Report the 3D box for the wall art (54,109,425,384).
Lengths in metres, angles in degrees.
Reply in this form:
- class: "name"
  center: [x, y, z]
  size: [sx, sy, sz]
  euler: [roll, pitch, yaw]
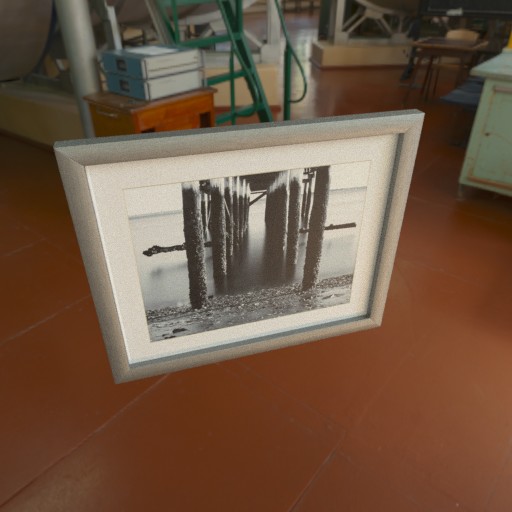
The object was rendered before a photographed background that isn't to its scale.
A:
- class: "wall art"
  center: [0.000, 0.000, 0.776]
  size: [0.556, 0.457, 0.028]
  euler: [-9, 35, -14]
